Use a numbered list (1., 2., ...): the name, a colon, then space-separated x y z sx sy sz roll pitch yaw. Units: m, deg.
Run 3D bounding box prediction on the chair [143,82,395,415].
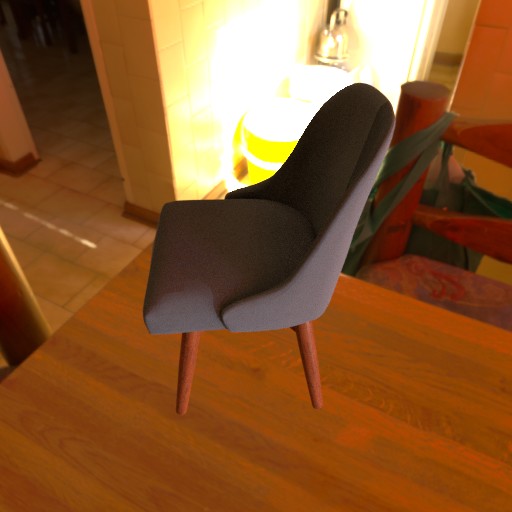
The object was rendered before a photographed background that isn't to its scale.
1. chair: 0.000 0.000 1.249 0.589 0.882 0.503 -2 42 -2
